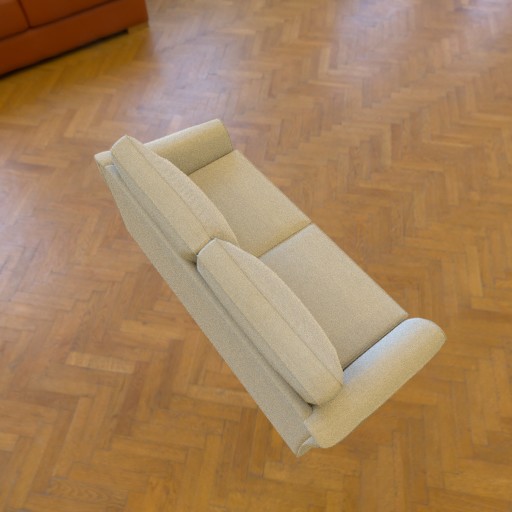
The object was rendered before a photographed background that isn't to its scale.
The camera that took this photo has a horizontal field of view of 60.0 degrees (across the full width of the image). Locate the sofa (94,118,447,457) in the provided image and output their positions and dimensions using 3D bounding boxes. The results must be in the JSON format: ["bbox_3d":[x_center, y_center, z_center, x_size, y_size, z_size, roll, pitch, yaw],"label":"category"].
[{"bbox_3d":[0.000,0.000,2.797,0.980,0.965,2.270,-33,63,-19],"label":"sofa"}]
